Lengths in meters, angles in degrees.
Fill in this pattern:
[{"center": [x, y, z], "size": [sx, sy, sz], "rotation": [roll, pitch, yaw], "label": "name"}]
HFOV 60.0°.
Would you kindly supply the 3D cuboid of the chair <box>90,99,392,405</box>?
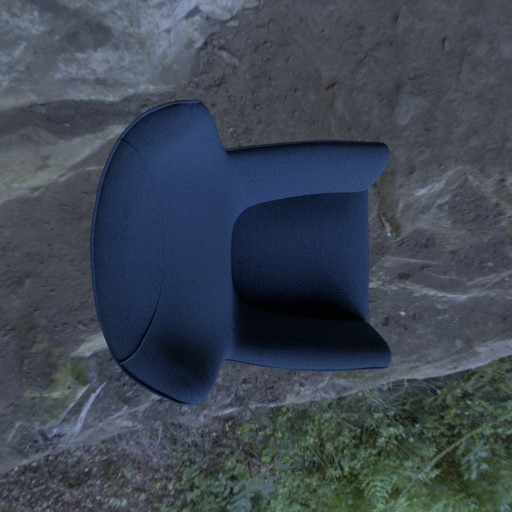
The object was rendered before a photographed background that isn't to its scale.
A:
[{"center": [0.000, 0.000, 1.576], "size": [0.888, 0.933, 0.781], "rotation": [0, 89, 0], "label": "chair"}]
